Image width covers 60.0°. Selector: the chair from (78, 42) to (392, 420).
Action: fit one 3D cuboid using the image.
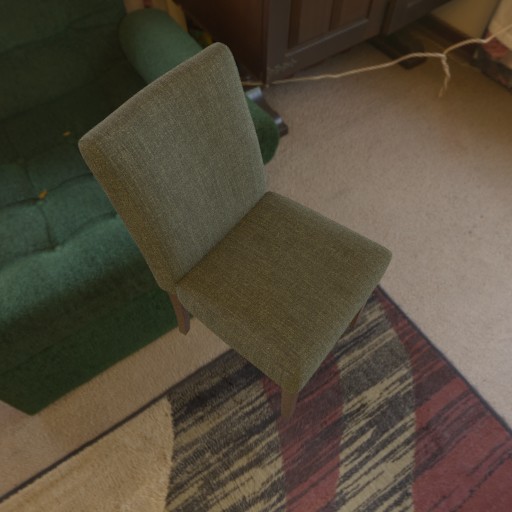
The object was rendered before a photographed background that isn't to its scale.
[{"bbox_3d":[0.000,0.000,1.263,0.629,0.884,0.487,33,64,19],"label":"chair"}]
